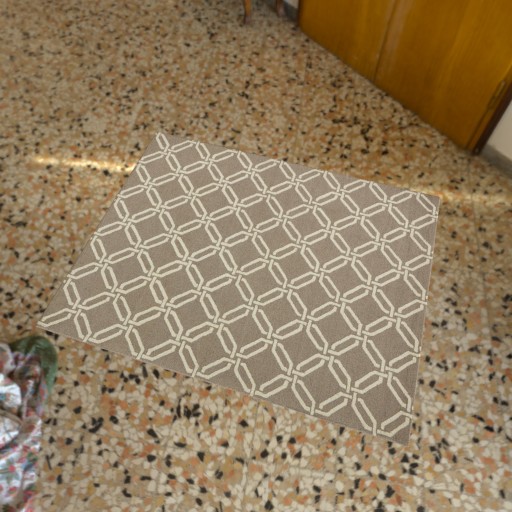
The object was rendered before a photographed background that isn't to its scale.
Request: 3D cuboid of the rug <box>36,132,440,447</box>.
[{"bbox_3d":[0.000,0.000,3.808,2.895,0.018,2.288,15,59,9],"label":"rug"}]
